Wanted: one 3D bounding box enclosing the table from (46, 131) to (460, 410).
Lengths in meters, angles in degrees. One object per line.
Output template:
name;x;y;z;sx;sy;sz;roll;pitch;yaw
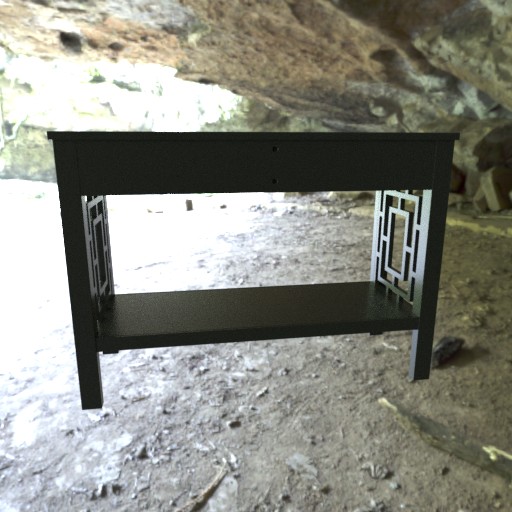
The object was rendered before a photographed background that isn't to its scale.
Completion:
table;0.000;0.000;1.412;1.068;0.753;0.397;-2;15;-9
